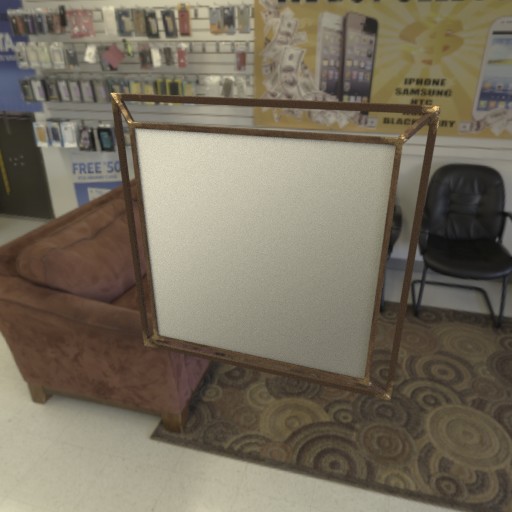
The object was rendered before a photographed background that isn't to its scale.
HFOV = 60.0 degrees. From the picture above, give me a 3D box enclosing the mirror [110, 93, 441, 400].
[{"bbox_3d":[0.000,0.000,0.911,0.610,0.610,0.032,8,27,17],"label":"mirror"}]
